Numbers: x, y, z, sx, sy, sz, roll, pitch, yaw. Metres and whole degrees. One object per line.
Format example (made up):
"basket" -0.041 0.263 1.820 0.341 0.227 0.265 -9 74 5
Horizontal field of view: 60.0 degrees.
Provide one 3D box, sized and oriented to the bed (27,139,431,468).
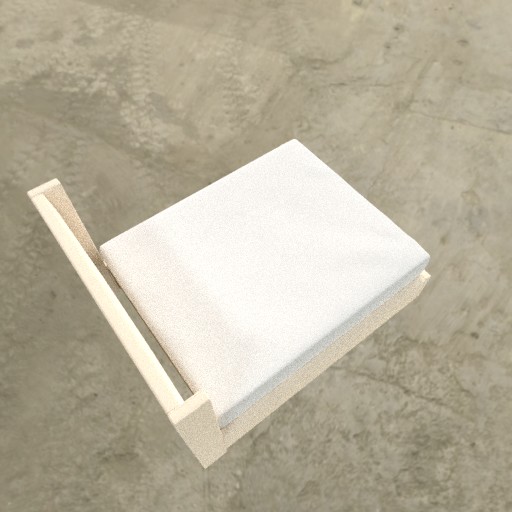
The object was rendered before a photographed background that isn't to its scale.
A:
"bed" 0.000 0.000 3.384 2.280 1.471 1.765 -33 63 -19
